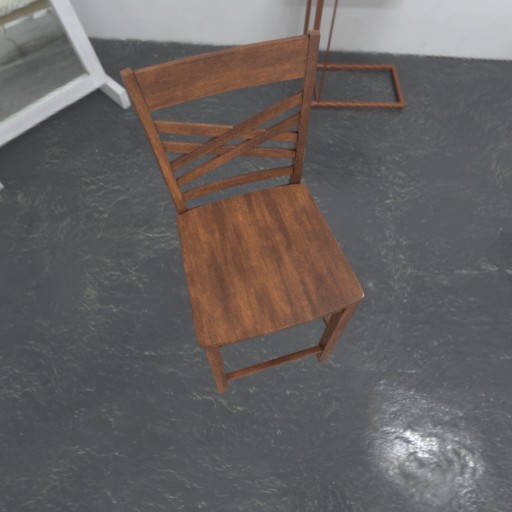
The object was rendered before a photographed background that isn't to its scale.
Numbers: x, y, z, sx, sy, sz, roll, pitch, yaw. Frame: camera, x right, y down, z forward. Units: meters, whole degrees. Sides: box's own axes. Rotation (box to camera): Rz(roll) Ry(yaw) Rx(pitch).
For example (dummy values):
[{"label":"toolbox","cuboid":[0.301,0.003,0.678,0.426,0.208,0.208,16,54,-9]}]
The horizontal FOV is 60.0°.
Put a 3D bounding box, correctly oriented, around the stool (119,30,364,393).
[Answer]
[{"label":"stool","cuboid":[0.000,0.000,1.355,0.462,1.079,0.539,-15,64,-8]}]
